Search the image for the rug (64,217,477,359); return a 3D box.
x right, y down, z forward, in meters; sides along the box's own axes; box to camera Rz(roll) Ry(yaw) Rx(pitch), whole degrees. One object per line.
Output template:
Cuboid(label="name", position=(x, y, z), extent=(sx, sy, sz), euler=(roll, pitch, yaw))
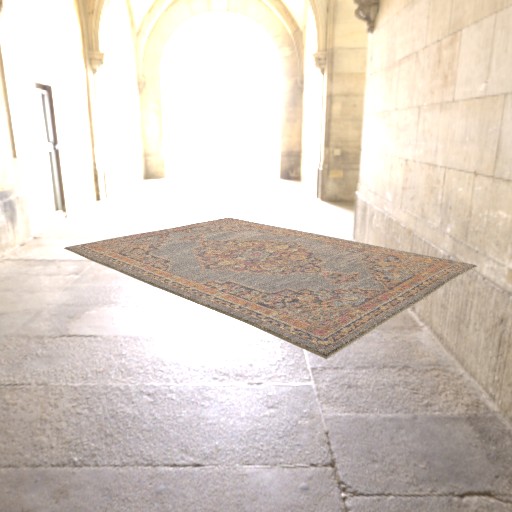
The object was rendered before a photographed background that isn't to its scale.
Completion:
Cuboid(label="rug", position=(0.000, 0.000, 3.976), extent=(3.063, 0.024, 2.158), euler=(15, 22, 42))
